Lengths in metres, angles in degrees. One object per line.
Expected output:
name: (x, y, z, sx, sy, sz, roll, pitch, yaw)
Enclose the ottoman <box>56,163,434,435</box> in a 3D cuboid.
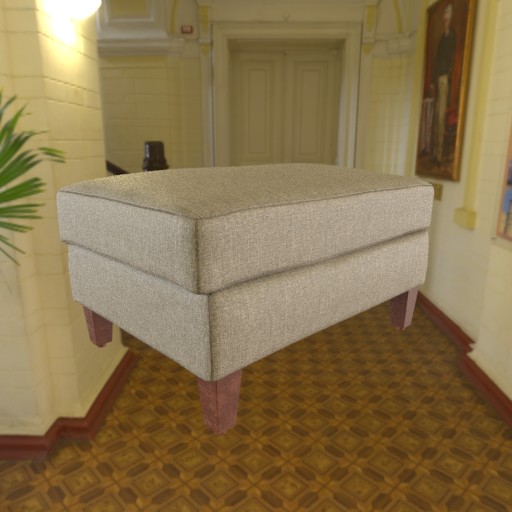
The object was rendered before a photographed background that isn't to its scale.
ottoman: (0.000, 0.000, 1.241, 0.873, 0.494, 0.639, -14, 20, -42)
